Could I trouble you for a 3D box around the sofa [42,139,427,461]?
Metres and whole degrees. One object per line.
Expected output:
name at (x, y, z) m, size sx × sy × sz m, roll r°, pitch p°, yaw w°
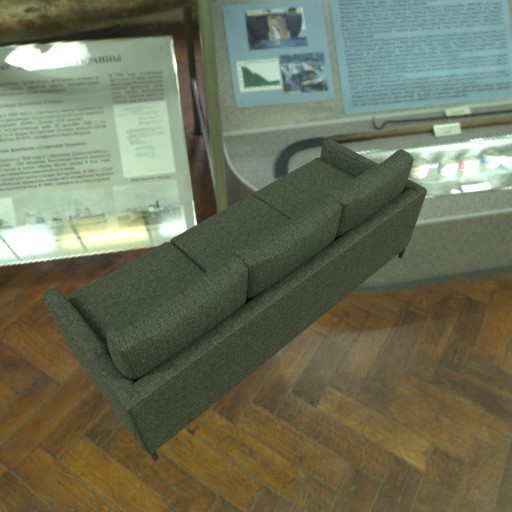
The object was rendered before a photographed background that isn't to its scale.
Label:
sofa at (0.000, 0.000, 2.693) m, size 2.253 × 0.879 × 0.876 m, roll -33°, pitch 54°, yaw -28°
